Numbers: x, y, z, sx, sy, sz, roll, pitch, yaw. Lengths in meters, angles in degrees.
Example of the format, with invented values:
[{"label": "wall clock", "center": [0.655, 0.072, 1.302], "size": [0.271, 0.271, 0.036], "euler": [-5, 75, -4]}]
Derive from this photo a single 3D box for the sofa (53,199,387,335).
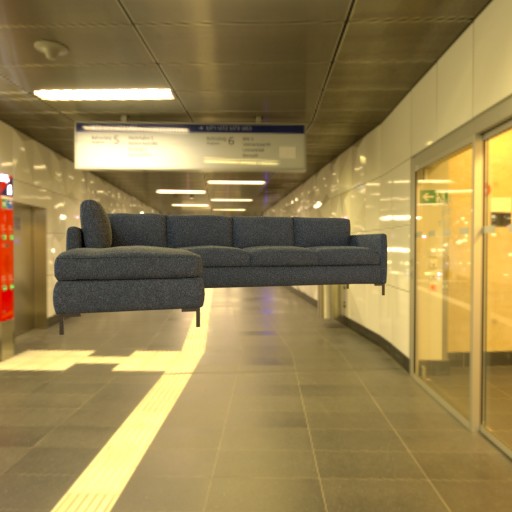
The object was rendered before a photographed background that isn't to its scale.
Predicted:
[{"label": "sofa", "center": [0.000, 0.000, 3.769], "size": [2.949, 0.815, 2.007], "euler": [0, 1, -18]}]
